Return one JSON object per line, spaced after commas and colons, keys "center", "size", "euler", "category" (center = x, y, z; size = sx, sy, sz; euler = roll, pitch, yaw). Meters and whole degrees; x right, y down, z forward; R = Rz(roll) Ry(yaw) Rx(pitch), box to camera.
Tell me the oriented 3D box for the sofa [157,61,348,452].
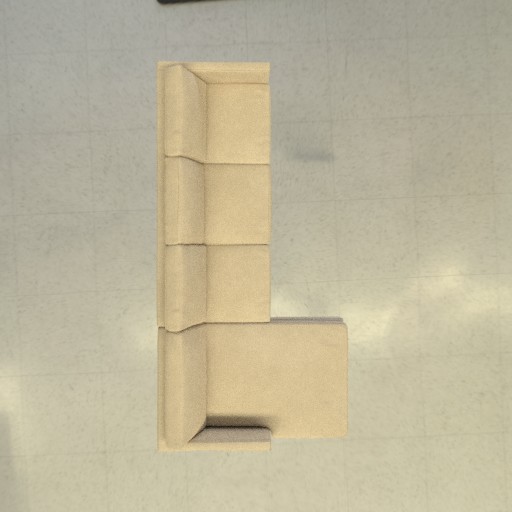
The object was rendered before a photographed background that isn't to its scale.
{"center": [0.000, 0.000, 3.847], "size": [1.625, 0.846, 3.186], "euler": [0, 90, -1], "category": "sofa"}
